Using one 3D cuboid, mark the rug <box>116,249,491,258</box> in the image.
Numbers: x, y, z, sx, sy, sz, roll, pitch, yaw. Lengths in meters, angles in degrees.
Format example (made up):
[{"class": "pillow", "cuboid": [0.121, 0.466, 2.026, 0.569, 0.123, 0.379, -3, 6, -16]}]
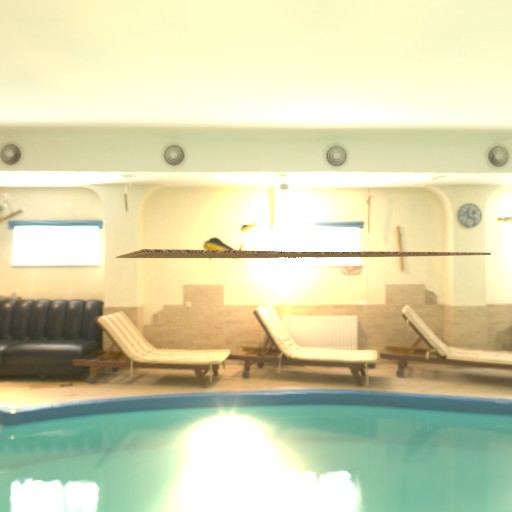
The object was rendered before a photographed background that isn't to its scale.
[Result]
[{"class": "rug", "cuboid": [0.000, 0.000, 4.254, 2.448, 0.017, 3.204, 0, -1, -20]}]
